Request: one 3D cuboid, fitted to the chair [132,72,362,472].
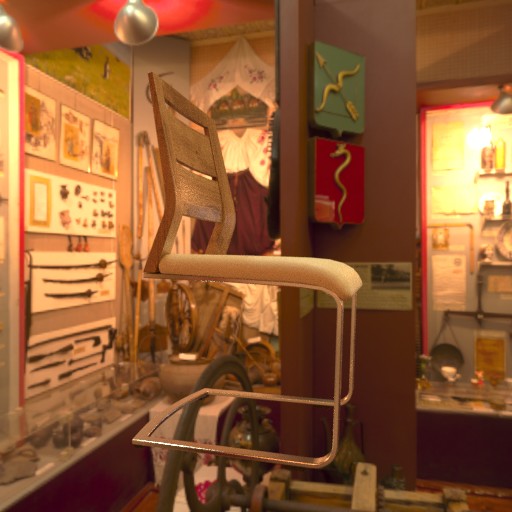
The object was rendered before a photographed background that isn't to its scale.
[{"bbox_3d":[0.000,0.000,1.243,0.561,0.955,0.457,0,0,17],"label":"chair"}]
